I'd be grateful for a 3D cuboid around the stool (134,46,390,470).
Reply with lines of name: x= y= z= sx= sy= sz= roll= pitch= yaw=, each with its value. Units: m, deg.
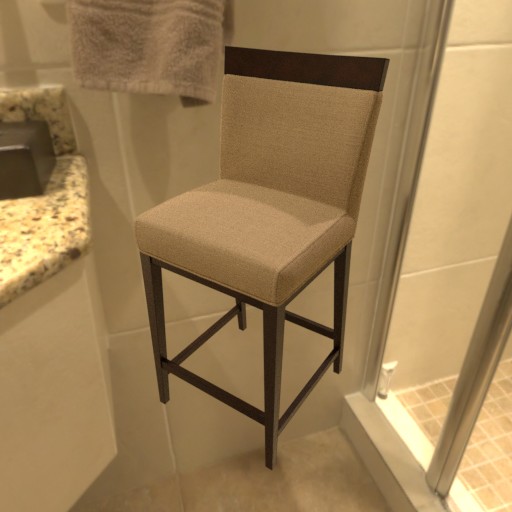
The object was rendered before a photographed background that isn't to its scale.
stool: x=0.000 y=0.000 z=1.368 sx=0.511 sy=1.117 sz=0.531 roll=19 pitch=36 yaw=29
